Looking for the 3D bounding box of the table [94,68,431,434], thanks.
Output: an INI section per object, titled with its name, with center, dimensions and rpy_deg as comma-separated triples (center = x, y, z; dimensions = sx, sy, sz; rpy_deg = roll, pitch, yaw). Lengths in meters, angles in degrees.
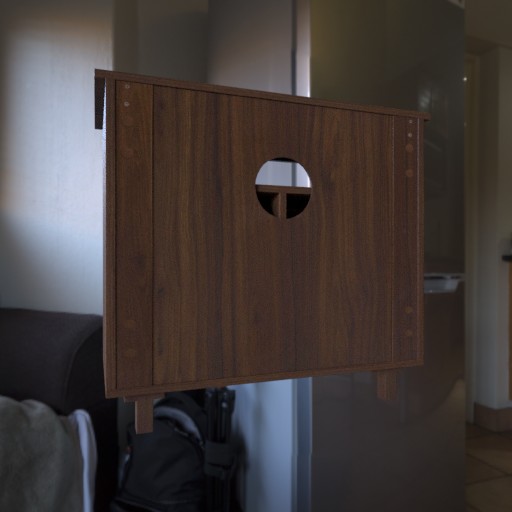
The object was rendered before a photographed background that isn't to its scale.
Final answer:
[table]
center = 0.000, 0.000, 1.173
dimensions = 0.802, 0.725, 0.390
rpy_deg = 0, 0, -20
